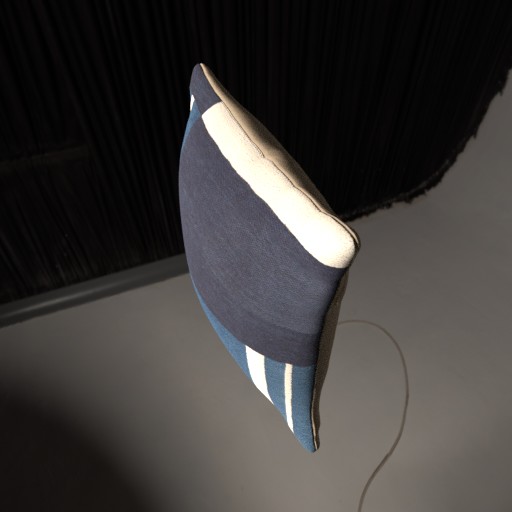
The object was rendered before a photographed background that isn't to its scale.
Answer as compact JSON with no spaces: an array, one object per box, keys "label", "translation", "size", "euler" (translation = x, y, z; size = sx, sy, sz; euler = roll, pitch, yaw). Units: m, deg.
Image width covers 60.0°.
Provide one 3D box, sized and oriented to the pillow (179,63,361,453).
[{"label":"pillow","translation":[0.000,0.000,0.783],"size":[0.229,0.506,0.536],"euler":[-17,48,-16]}]
